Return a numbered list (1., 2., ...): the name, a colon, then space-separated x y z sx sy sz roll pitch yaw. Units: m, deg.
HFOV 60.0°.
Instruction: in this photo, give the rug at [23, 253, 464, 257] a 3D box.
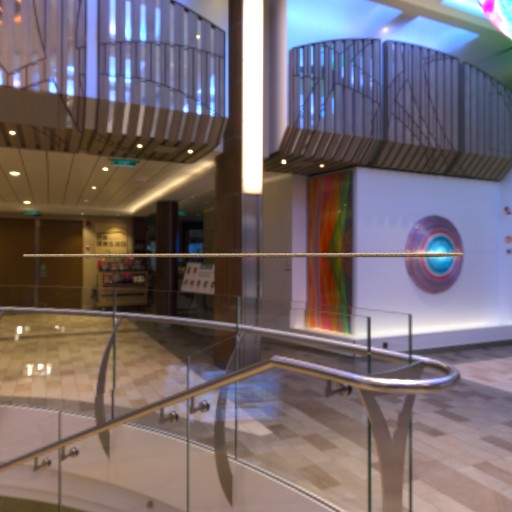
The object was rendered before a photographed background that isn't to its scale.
1. rug: 0.000 0.000 2.288 1.829 0.010 1.219 0 0 19
